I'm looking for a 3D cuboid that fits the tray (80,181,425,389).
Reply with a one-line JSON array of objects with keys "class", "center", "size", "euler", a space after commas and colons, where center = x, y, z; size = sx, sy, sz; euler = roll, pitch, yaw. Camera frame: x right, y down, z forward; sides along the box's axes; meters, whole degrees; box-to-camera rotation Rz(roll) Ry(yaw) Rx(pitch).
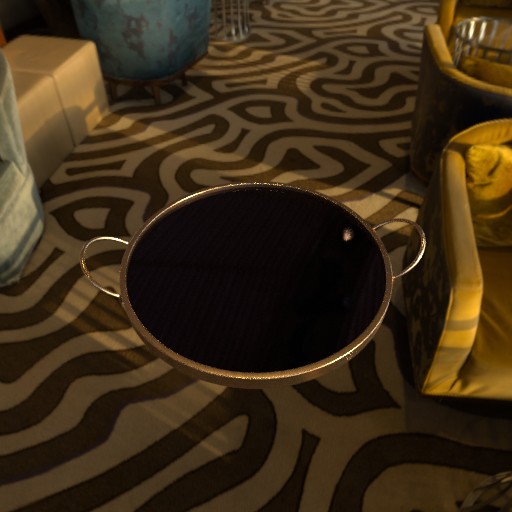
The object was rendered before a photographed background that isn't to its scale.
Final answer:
[{"class": "tray", "center": [0.000, 0.000, 0.723], "size": [0.543, 0.069, 0.438], "euler": [-4, 45, -4]}]
